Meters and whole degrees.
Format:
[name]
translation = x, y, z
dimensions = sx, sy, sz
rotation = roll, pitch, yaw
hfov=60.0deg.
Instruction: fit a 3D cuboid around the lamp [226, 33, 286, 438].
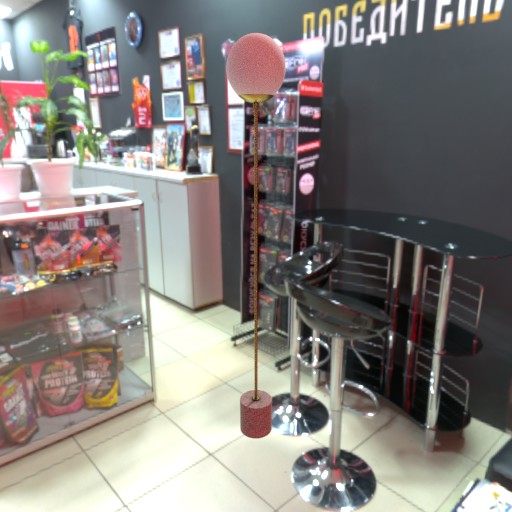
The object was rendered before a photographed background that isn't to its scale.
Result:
[lamp]
translation = 0.000, 0.000, 1.916
dimensions = 0.229, 1.748, 0.229
rotation = -3, 16, -9
